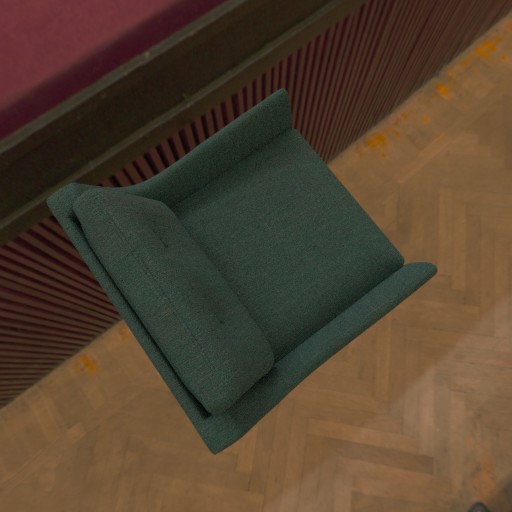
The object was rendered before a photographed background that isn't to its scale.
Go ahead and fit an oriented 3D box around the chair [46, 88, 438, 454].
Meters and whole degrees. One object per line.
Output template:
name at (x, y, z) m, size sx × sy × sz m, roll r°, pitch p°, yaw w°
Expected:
chair at (0.000, 0.000, 1.526) m, size 0.849 × 0.828 × 0.847 m, roll -36°, pitch 79°, yaw -8°
